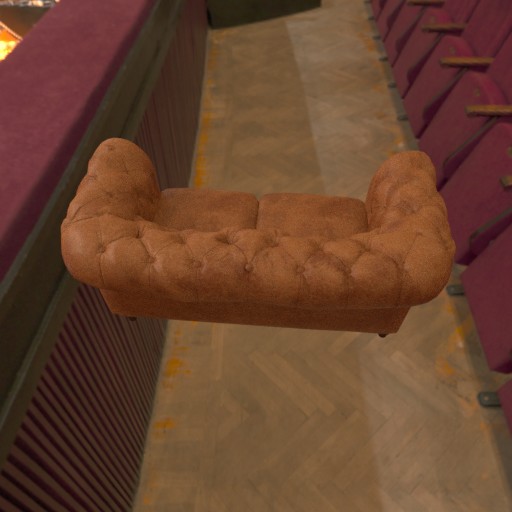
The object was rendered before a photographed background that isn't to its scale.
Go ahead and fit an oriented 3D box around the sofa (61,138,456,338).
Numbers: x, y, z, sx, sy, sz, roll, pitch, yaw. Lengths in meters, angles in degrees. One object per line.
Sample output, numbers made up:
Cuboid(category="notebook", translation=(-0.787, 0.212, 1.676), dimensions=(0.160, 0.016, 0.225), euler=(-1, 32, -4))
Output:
Cuboid(category="sofa", translation=(0.000, 0.000, 2.512), dimensions=(1.979, 0.877, 1.042), euler=(3, 46, 3))
